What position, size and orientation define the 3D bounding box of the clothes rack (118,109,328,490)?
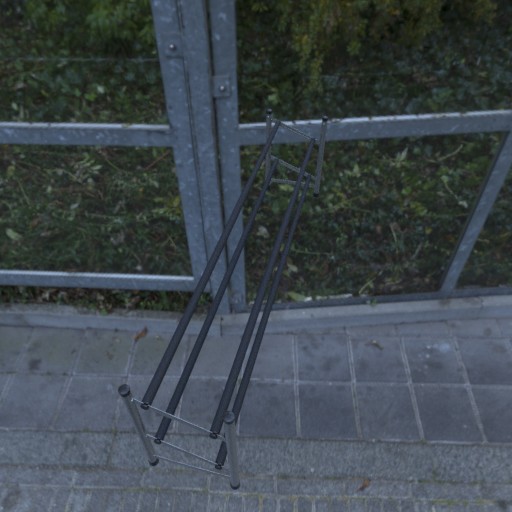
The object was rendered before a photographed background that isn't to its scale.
[{"bbox_3d":[0.000,0.000,1.320,0.229,0.349,1.168,11,46,11],"label":"clothes rack"}]
